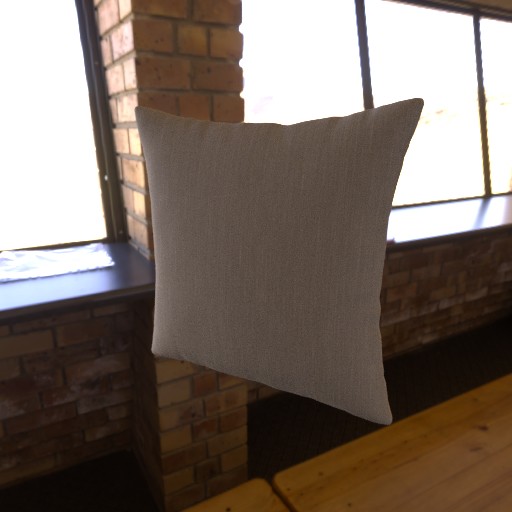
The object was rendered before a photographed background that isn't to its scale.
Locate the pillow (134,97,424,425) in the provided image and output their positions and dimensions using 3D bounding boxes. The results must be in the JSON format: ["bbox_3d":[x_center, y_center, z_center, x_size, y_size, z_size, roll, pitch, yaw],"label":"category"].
[{"bbox_3d":[0.000,0.000,0.776,0.511,0.509,0.161,9,18,27],"label":"pillow"}]
